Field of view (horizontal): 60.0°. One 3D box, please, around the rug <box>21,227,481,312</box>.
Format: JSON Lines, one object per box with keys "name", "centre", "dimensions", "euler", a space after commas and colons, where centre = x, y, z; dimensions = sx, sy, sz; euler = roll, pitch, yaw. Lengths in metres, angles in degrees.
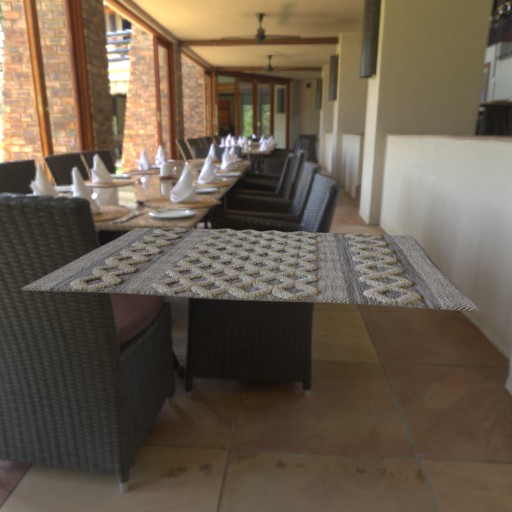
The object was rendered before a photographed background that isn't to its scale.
{"name": "rug", "centre": [0.000, 0.000, 2.320], "dimensions": [1.823, 0.030, 1.222], "euler": [2, 16, 7]}
